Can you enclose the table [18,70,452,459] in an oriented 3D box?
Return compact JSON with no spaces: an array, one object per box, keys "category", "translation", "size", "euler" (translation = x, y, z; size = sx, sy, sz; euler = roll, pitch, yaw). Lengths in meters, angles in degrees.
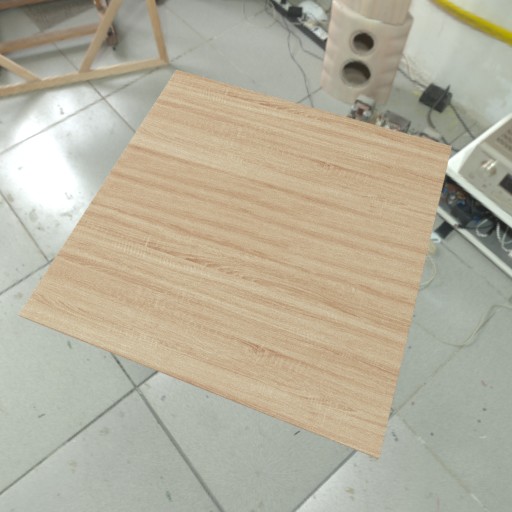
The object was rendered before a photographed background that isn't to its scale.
[{"category":"table","translation":[0.000,0.000,1.027],"size":[0.670,0.305,0.670],"euler":[19,65,9]}]
